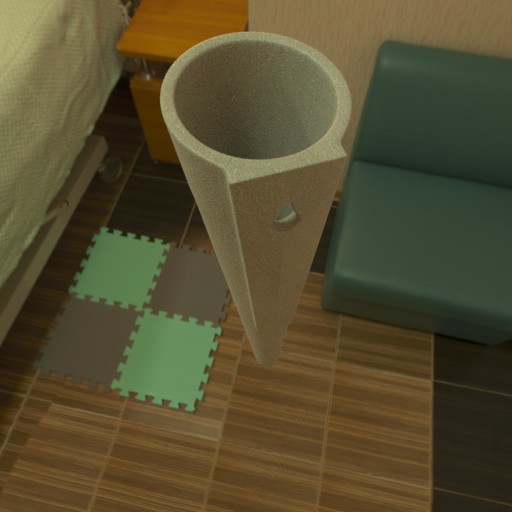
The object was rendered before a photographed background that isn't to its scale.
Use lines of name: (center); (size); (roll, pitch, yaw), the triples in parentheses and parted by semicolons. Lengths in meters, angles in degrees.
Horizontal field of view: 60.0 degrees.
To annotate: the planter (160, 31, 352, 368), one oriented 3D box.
planter: (0.000, 0.000, 0.216); (0.057, 0.191, 0.064); (-15, 60, -9)
